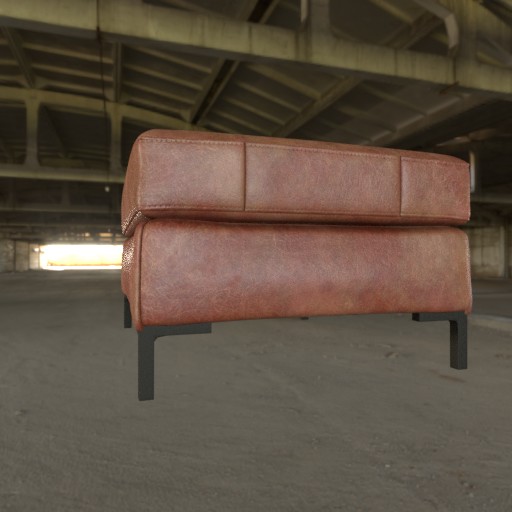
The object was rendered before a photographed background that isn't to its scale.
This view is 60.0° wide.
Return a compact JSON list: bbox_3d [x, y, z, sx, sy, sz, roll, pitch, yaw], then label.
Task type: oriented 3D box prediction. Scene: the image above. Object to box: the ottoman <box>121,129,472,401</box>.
[{"bbox_3d":[0.000,0.000,1.693,0.965,0.667,1.186,0,0,-18],"label":"ottoman"}]
